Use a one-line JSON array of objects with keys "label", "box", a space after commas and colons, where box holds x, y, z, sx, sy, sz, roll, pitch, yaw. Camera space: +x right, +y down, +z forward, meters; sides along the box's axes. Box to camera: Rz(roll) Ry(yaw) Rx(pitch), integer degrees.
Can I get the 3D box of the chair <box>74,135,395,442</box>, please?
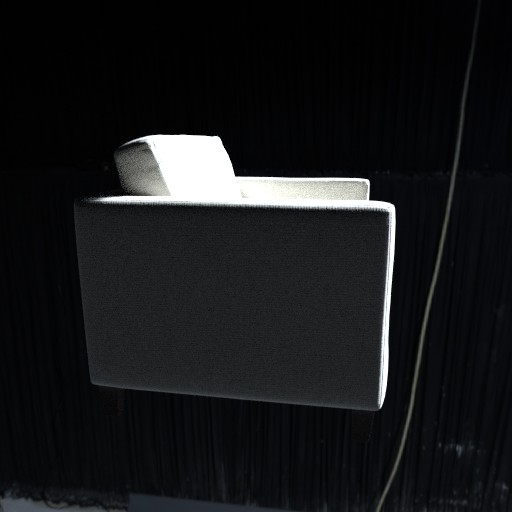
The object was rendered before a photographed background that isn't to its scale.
[{"label": "chair", "box": [0.000, 0.000, 1.732, 0.959, 0.919, 0.996, 2, 14, 9]}]
